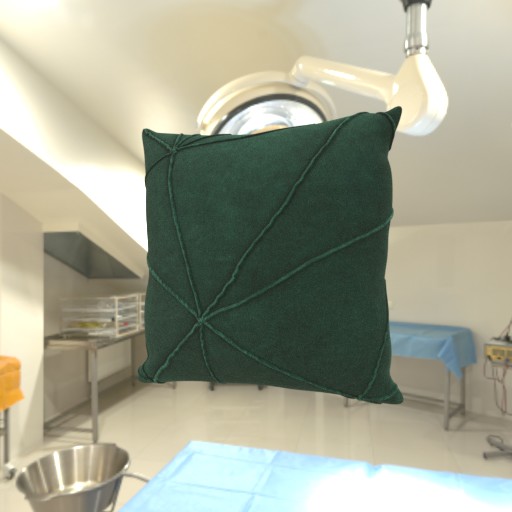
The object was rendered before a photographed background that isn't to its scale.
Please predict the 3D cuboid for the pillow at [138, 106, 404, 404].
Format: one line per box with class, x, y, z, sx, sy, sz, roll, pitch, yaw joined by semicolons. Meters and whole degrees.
pillow;0.000;0.000;0.697;0.439;0.440;0.184;0;0;19
